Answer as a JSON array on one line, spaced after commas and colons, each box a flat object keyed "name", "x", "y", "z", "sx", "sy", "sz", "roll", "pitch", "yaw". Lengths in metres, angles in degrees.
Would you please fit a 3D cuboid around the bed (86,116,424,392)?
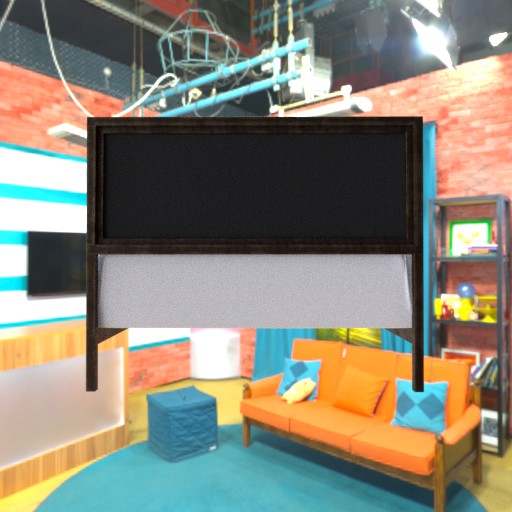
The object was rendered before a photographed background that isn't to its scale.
[{"name": "bed", "x": 0.000, "y": 0.000, "z": 3.220, "sx": 1.607, "sy": 1.313, "sz": 2.221, "roll": 0, "pitch": -1, "yaw": 0}]
